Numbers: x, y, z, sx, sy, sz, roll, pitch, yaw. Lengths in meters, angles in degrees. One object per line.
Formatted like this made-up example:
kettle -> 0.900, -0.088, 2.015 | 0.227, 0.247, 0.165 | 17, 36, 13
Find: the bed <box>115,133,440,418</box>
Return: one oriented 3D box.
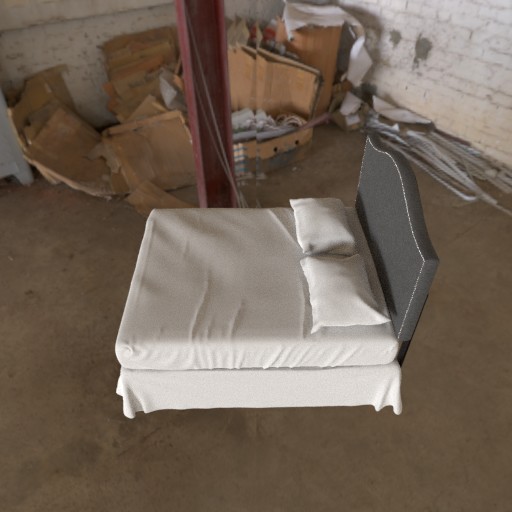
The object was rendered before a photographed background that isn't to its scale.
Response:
bed -> 0.000, 0.000, 3.495 | 2.221, 1.645, 1.876 | -1, 42, -1
